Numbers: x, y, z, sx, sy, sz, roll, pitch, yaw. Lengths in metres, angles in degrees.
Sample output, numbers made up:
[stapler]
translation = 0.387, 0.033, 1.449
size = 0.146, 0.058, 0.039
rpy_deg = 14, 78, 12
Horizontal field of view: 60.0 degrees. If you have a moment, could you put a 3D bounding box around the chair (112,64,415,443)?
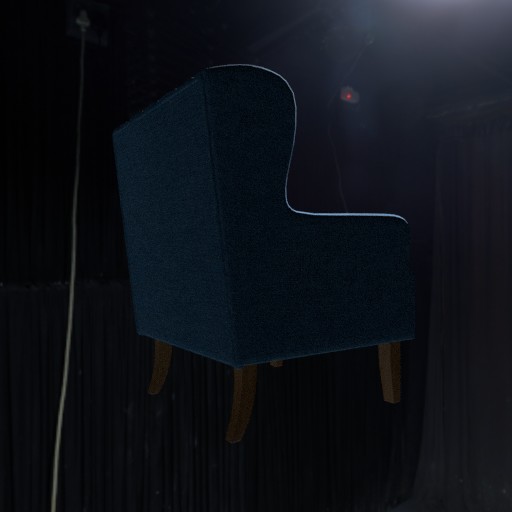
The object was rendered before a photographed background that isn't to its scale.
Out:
[chair]
translation = 0.000, 0.000, 1.497
size = 0.775, 0.952, 0.711
rpy_deg = 0, 0, -37
